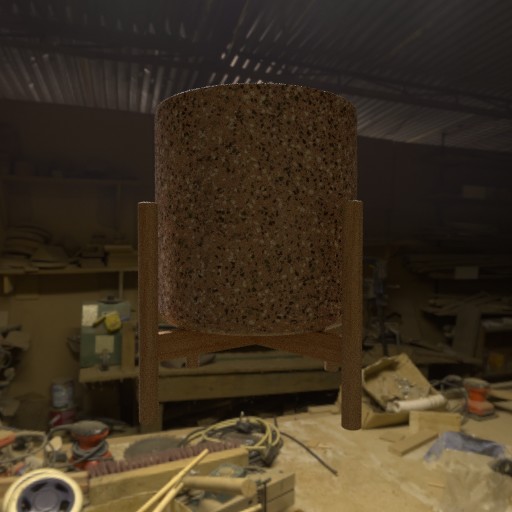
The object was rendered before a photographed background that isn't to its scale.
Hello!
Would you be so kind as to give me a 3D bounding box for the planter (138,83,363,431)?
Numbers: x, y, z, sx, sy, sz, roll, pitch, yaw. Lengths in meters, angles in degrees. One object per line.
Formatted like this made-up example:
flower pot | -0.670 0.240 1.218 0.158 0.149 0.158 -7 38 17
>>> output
planter | 0.000 0.000 0.684 0.360 0.419 0.360 0 1 -18
